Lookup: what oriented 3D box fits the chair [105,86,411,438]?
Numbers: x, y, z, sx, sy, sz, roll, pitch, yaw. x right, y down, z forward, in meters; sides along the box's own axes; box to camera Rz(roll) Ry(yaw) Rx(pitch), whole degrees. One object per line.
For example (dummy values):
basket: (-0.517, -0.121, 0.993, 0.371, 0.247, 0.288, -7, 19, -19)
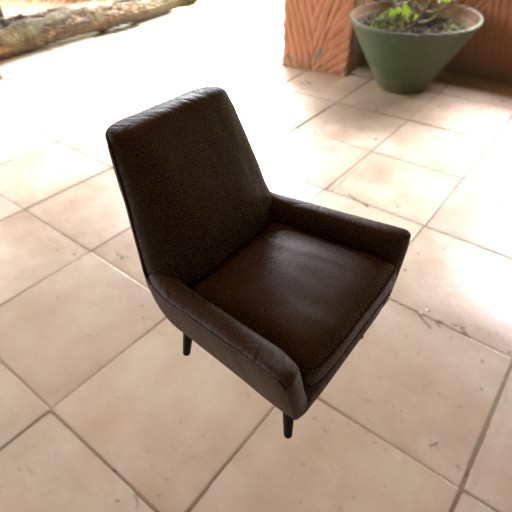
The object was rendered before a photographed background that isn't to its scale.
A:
chair: (0.000, 0.000, 1.512, 0.824, 0.888, 0.787, 26, 47, 27)
